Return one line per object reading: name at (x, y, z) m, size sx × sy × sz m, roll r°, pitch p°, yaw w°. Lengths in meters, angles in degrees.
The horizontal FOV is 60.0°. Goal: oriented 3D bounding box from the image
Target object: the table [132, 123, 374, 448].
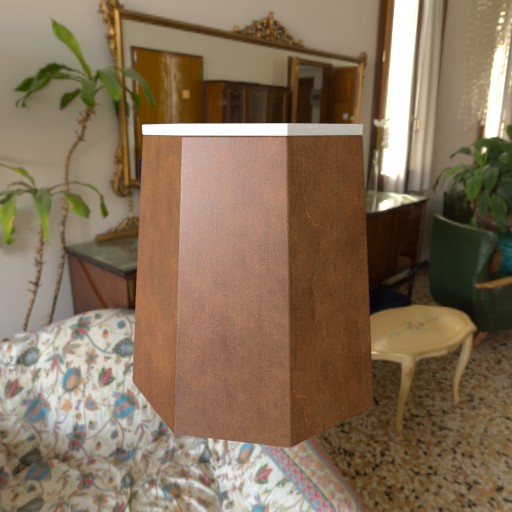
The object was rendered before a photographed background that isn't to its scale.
table at (0.000, 0.000, 0.806) m, size 0.439 × 0.457 × 0.439 m, roll 2°, pitch 16°, yaw 8°
